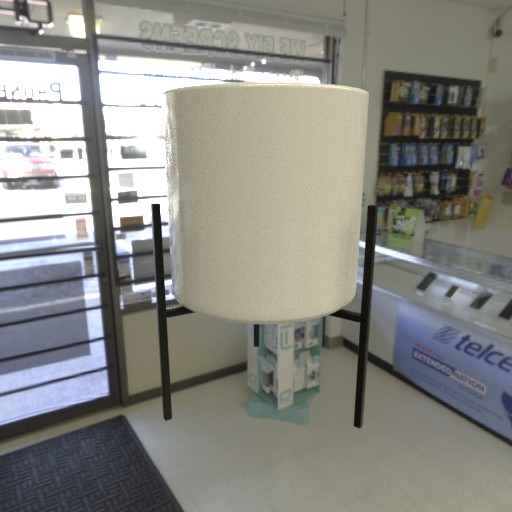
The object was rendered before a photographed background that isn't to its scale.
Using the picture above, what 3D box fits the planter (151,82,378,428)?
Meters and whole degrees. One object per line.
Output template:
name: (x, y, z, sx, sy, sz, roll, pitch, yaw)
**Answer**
planter: (0.000, 0.000, 0.515, 0.239, 0.356, 0.239, -8, 16, -27)
